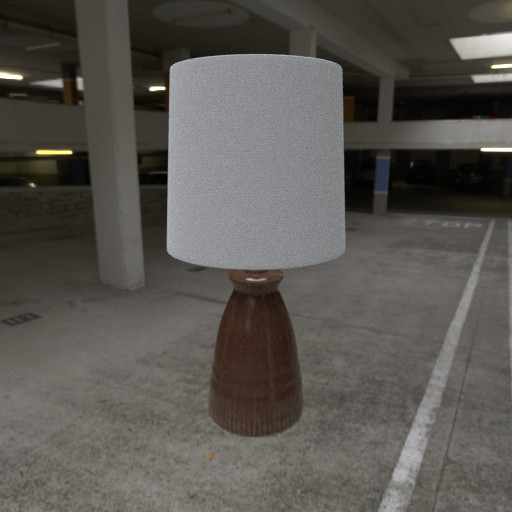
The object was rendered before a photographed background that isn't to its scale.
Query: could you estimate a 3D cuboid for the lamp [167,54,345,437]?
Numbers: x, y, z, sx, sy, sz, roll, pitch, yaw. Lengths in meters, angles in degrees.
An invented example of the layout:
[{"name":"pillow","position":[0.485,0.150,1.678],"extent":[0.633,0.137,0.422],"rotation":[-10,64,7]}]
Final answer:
[{"name":"lamp","position":[0.000,0.000,0.474],"extent":[0.186,0.369,0.186],"rotation":[0,14,0]}]
